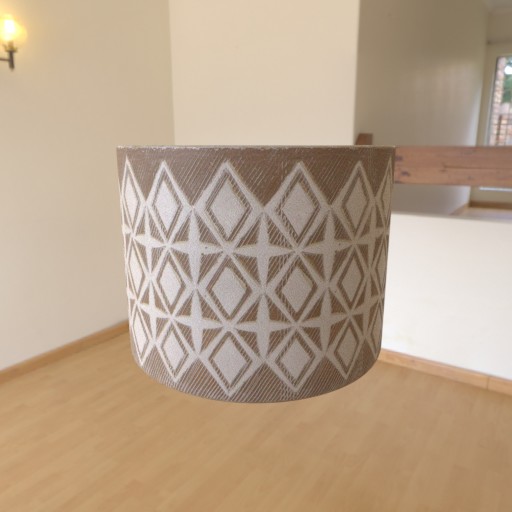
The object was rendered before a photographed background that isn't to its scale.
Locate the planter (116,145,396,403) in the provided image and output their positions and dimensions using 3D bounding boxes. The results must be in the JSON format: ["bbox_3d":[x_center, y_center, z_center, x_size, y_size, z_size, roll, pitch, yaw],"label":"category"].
[{"bbox_3d":[0.000,0.000,0.339,0.193,0.165,0.193,0,14,0],"label":"planter"}]
